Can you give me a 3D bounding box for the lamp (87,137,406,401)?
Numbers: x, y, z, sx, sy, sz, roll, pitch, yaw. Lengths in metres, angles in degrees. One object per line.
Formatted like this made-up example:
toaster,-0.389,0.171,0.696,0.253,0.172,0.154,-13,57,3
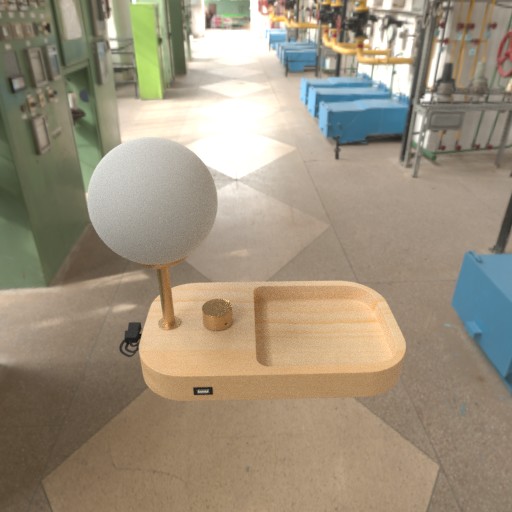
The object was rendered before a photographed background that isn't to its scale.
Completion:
lamp,0.000,0.000,0.476,0.331,0.253,0.173,-1,30,-1
